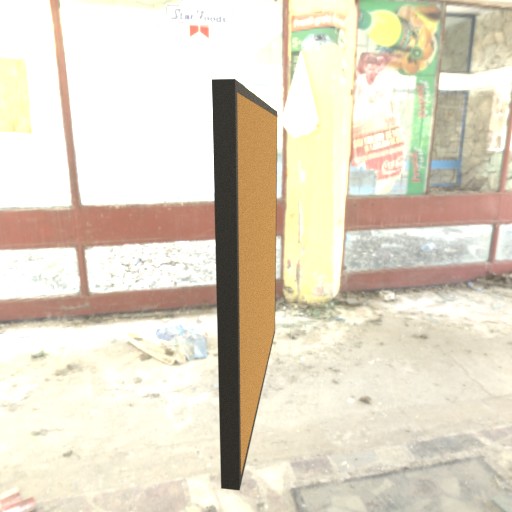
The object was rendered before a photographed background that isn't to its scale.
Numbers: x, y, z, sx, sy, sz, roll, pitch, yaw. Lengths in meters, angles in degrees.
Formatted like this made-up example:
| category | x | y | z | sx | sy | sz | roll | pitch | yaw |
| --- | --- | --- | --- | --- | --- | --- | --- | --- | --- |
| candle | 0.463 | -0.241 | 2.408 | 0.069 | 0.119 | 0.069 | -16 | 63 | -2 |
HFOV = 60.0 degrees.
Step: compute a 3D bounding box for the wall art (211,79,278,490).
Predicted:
| category | x | y | z | sx | sy | sz | roll | pitch | yaw |
| --- | --- | --- | --- | --- | --- | --- | --- | --- | --- |
| wall art | 0.000 | 0.000 | 1.150 | 0.038 | 0.763 | 0.763 | 2 | 15 | 7 |
